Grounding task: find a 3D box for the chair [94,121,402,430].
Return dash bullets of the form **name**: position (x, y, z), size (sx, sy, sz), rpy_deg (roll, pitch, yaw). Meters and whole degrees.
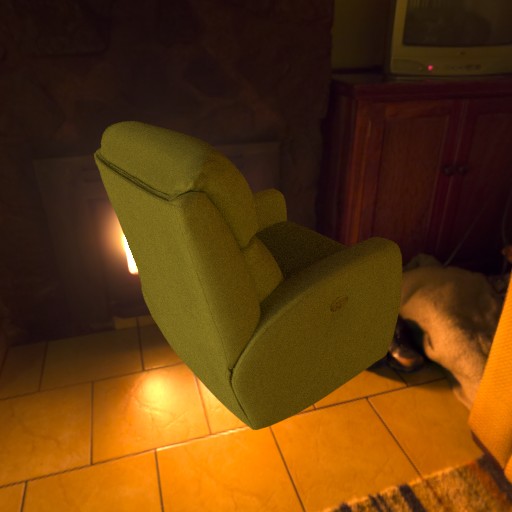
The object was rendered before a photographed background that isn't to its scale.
- **chair**: position (0.000, 0.000, 1.696), size (0.940, 1.016, 0.794), rpy_deg (-19, 33, -32)
